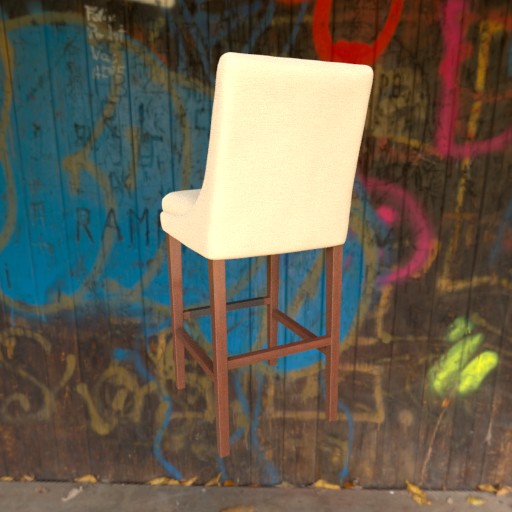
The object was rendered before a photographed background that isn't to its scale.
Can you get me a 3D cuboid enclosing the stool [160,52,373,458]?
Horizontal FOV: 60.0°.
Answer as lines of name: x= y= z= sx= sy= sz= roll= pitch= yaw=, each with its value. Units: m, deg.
stool: x=0.000 y=0.000 z=1.400 sx=0.470 sy=1.078 sz=0.577 roll=-7 pitch=16 yaw=-26
